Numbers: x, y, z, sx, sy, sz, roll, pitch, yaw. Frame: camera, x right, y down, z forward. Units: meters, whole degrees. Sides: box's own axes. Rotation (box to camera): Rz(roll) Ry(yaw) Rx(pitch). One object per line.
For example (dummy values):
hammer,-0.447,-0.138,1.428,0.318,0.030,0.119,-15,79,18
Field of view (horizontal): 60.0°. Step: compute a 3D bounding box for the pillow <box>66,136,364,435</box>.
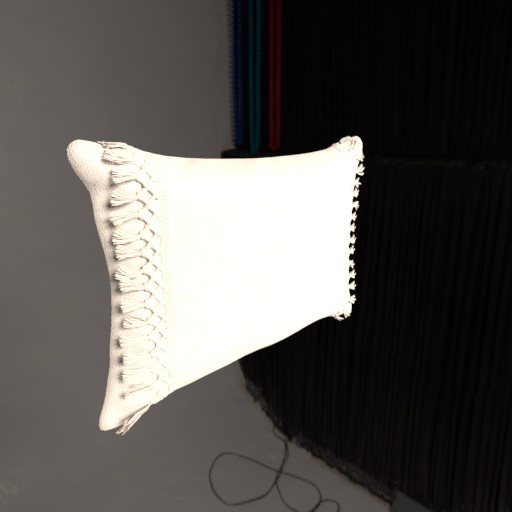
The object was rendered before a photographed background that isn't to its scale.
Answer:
pillow,0.000,0.000,0.585,0.466,0.305,0.084,-15,21,-42
